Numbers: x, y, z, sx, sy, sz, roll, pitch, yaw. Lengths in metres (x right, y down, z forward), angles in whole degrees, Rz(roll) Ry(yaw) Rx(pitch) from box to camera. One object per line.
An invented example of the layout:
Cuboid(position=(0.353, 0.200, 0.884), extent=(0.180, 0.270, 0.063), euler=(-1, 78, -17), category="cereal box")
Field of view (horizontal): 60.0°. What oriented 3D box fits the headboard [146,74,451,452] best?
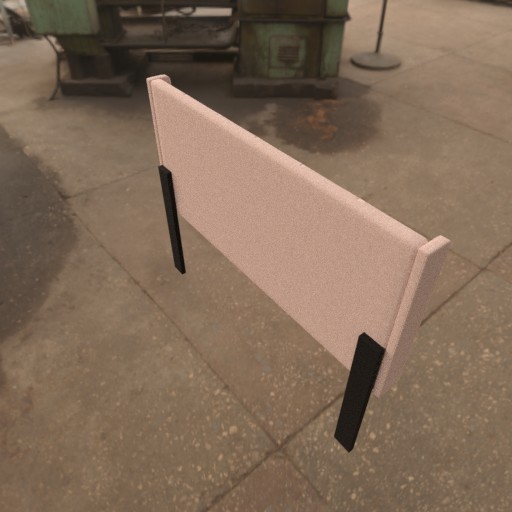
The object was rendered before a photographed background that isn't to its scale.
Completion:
Cuboid(position=(0.000, 0.000, 2.635), extent=(0.184, 1.524, 2.051), euler=(-27, 49, -27), category="headboard")
